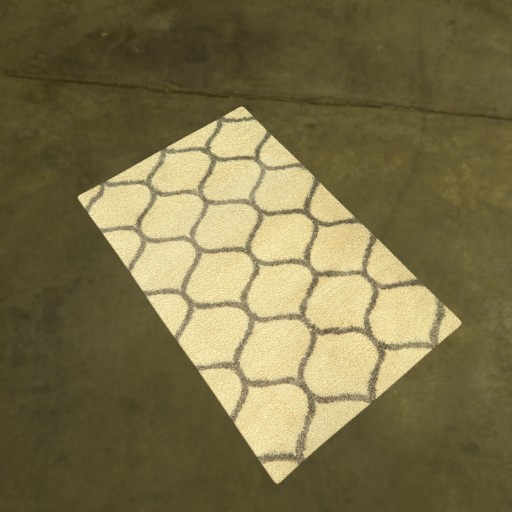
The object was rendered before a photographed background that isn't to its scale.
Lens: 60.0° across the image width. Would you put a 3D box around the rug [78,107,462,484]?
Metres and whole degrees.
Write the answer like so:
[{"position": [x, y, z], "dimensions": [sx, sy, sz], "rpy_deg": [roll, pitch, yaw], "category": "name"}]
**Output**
[{"position": [0.000, 0.000, 3.018], "dimensions": [1.501, 0.024, 2.348], "rpy_deg": [-34, 68, -16], "category": "rug"}]
